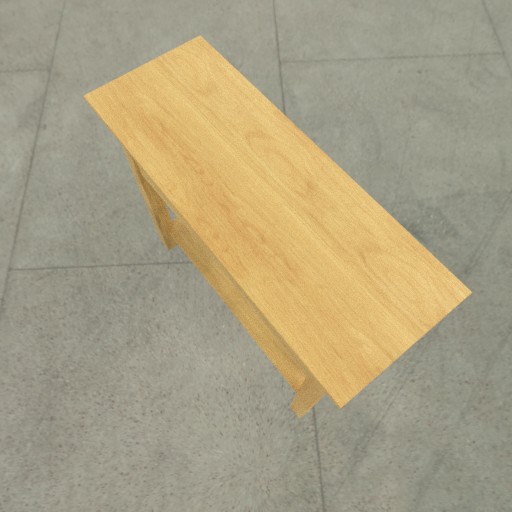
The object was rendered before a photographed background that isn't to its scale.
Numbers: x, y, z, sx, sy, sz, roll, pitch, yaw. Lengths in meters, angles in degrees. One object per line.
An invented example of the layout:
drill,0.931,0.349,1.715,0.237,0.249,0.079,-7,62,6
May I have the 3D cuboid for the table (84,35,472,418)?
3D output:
table,0.000,0.000,1.275,0.340,0.728,0.900,-35,69,-15
